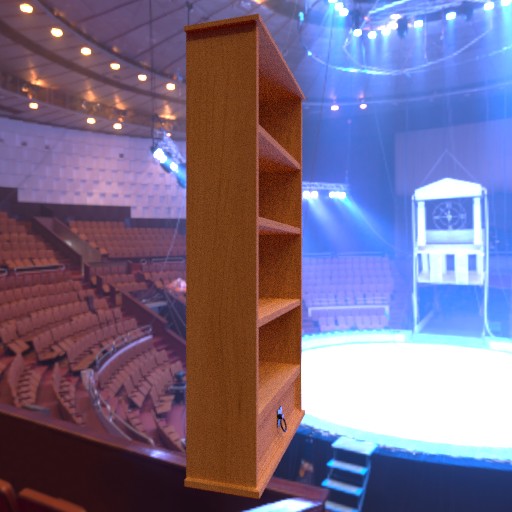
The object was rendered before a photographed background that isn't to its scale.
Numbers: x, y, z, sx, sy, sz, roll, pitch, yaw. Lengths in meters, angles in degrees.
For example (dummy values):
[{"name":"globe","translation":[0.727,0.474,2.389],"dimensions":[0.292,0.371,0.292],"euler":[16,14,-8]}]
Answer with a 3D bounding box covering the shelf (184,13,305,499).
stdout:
[{"name":"shelf","translation":[0.000,0.000,1.209],"dimensions":[0.175,1.030,0.520],"euler":[0,0,17]}]
